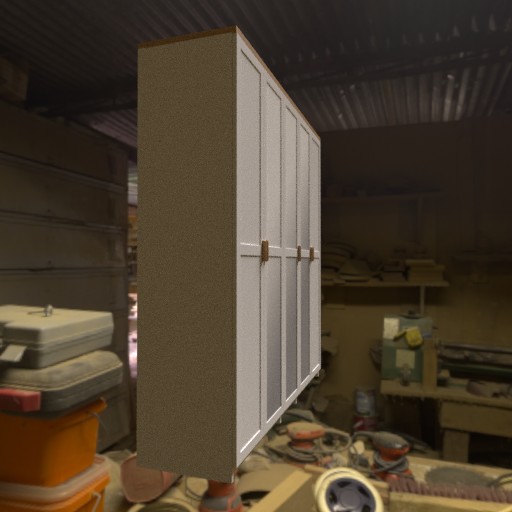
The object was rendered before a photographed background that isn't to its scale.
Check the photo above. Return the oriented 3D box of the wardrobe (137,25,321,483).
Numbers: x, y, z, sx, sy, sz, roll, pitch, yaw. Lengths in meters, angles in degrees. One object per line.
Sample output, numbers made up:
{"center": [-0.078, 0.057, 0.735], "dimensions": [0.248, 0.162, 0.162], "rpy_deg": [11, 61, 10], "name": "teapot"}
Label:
{"center": [0.000, 0.000, 3.291], "dimensions": [0.590, 2.260, 2.160], "rpy_deg": [0, -1, 19], "name": "wardrobe"}
